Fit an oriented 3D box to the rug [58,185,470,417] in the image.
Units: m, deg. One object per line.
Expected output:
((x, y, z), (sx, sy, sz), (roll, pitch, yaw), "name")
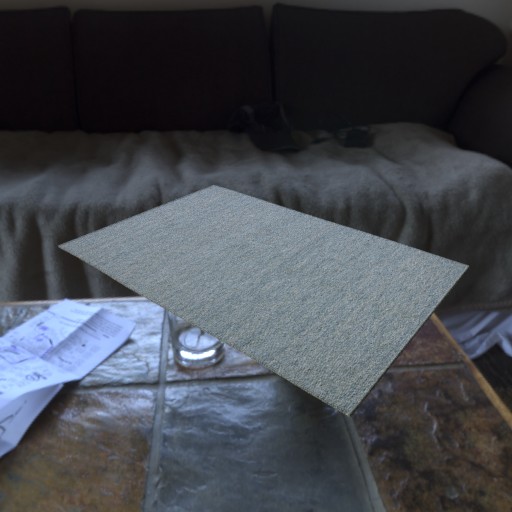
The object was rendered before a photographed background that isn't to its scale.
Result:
((0.000, 0.000, 2.952), (2.283, 0.013, 1.547), (22, 37, 34), "rug")
